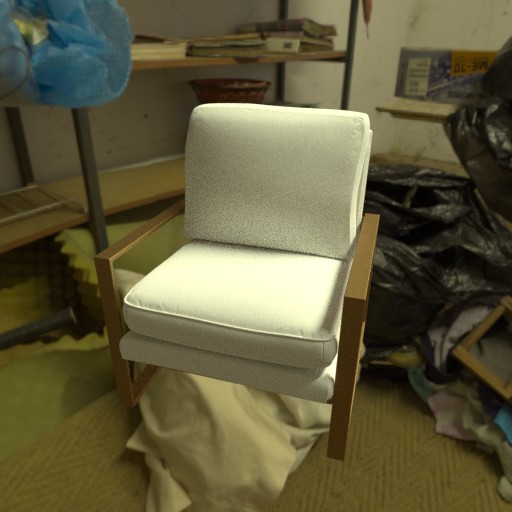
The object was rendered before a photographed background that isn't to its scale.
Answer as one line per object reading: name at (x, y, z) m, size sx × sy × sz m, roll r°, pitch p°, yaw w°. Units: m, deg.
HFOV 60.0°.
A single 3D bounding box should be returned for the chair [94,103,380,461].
chair at (0.000, 0.000, 1.585) m, size 0.805 × 0.966 × 0.813 m, roll 8°, pitch 28°, yaw 15°
